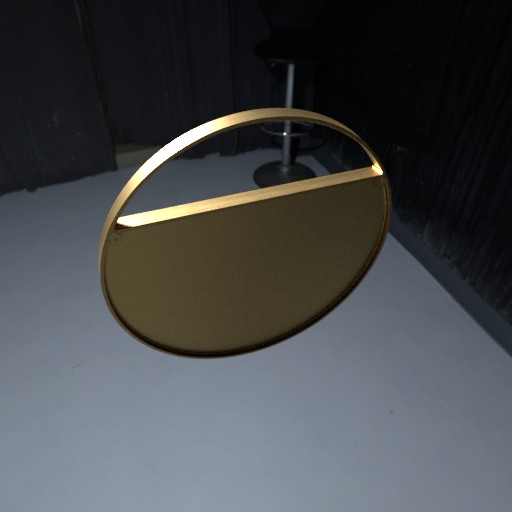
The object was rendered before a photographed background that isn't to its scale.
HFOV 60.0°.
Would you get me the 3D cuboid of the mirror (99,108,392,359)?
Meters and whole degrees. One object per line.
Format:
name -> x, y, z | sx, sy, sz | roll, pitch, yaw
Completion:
mirror -> 0.000, 0.000, 0.845 | 0.565, 0.565, 0.032 | -14, 44, -15
